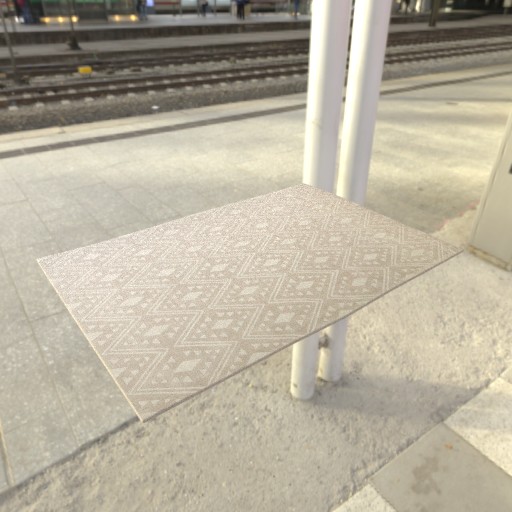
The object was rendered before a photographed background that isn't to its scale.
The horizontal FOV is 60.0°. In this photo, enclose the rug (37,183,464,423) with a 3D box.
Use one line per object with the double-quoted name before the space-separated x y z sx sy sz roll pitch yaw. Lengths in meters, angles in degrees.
"rug" 0.000 0.000 2.285 1.829 0.034 1.252 -21 36 -32
